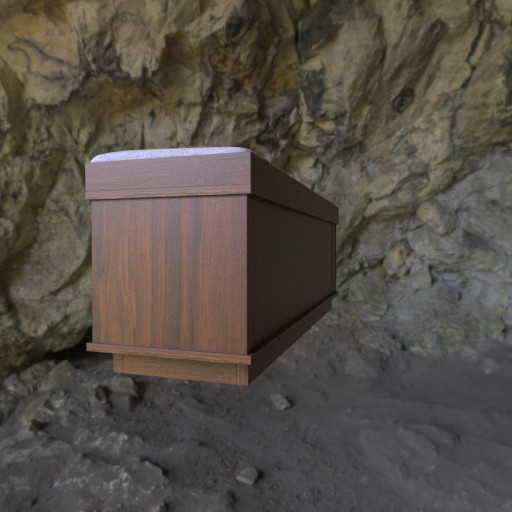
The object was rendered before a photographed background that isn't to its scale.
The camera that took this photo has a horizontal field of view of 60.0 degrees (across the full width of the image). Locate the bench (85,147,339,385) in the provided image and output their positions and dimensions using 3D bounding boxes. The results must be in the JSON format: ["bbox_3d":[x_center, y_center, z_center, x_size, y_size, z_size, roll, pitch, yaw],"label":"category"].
[{"bbox_3d":[0.000,0.000,1.411,0.367,0.468,1.196,0,1,18],"label":"bench"}]
